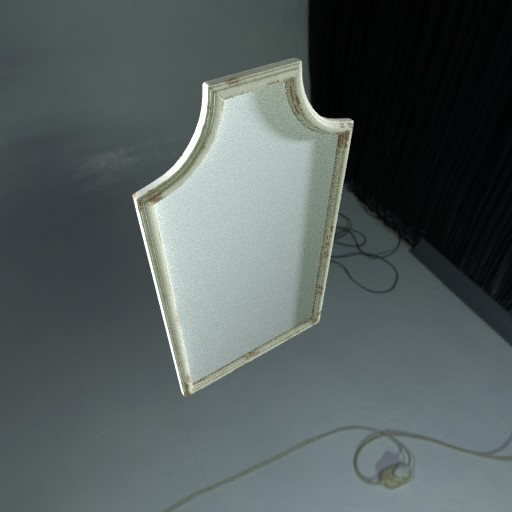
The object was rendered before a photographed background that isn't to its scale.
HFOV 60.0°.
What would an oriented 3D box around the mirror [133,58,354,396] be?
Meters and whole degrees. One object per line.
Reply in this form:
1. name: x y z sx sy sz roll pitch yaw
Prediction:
1. mirror: 0.000 0.000 0.861 0.403 0.717 0.022 -25 51 -22
